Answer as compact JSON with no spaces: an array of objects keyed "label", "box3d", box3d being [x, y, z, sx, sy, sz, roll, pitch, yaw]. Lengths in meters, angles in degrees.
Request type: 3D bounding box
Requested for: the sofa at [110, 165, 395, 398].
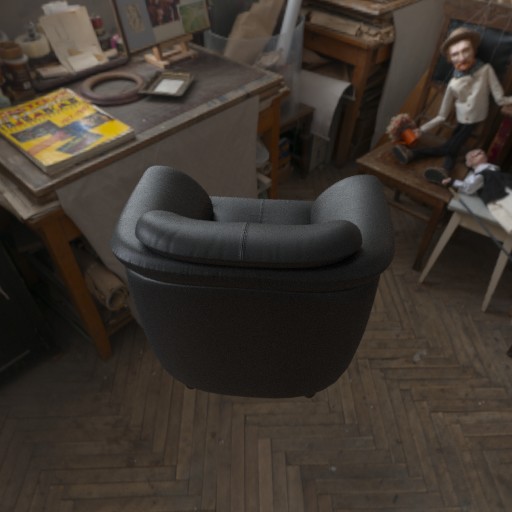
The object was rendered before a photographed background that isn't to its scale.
[{"label":"sofa","box3d":[0.000,0.000,1.528,0.870,0.811,0.794,3,45,3]}]
